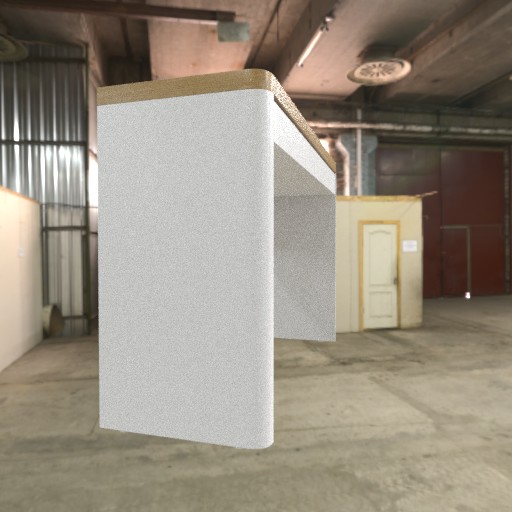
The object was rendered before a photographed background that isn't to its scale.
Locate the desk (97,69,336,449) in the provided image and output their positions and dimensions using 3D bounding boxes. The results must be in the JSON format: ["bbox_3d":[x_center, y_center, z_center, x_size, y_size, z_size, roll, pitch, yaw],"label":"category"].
[{"bbox_3d":[0.000,0.000,1.449,0.390,0.760,1.100,0,1,17],"label":"desk"}]
